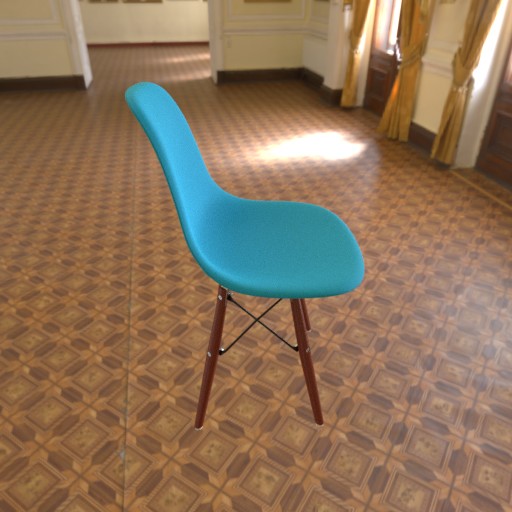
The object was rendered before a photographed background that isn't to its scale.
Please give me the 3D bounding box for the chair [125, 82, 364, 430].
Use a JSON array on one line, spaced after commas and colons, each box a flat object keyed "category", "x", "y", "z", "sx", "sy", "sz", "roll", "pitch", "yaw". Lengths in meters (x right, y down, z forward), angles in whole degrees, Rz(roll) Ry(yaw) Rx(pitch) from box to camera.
[{"category": "chair", "x": 0.000, "y": 0.000, "z": 1.143, "sx": 0.533, "sy": 0.826, "sz": 0.470, "roll": 0, "pitch": 31, "yaw": 0}]
